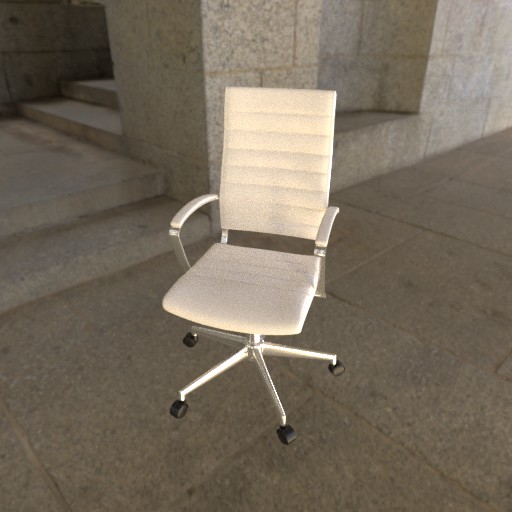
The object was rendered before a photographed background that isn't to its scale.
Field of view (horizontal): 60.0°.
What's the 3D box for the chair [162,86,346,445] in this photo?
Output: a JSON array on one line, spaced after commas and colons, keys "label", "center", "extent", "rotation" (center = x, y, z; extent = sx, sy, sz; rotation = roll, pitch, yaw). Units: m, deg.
[{"label": "chair", "center": [0.000, 0.000, 1.713], "extent": [0.766, 1.149, 0.739], "rotation": [8, 29, 15]}]
